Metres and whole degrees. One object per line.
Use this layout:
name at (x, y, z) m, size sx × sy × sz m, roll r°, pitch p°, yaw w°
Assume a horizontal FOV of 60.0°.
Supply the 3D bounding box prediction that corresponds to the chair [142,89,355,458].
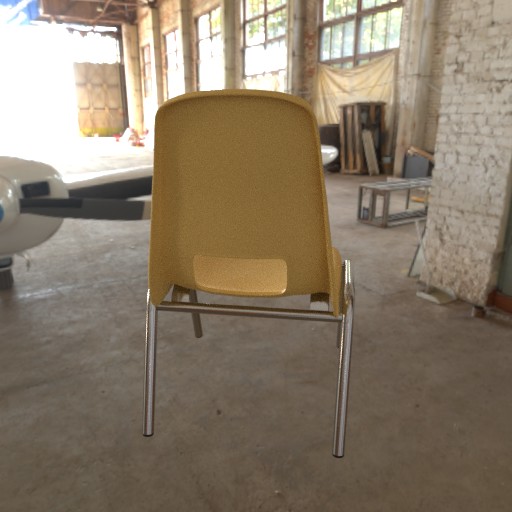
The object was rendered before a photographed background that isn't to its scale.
chair at (0.000, 0.000, 0.789) m, size 0.354 × 0.536 × 0.385 m, roll 3°, pitch 18°, yaw 8°
